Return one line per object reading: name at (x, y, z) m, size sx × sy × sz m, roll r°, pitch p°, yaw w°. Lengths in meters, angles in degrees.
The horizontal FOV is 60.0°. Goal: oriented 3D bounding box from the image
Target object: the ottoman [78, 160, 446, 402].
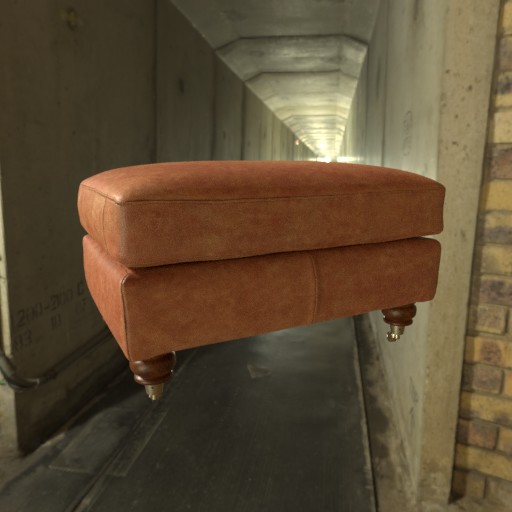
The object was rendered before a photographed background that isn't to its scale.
ottoman at (0.000, 0.000, 1.204) m, size 0.852 × 0.507 × 0.565 m, roll -6°, pitch 14°, yaw -27°
